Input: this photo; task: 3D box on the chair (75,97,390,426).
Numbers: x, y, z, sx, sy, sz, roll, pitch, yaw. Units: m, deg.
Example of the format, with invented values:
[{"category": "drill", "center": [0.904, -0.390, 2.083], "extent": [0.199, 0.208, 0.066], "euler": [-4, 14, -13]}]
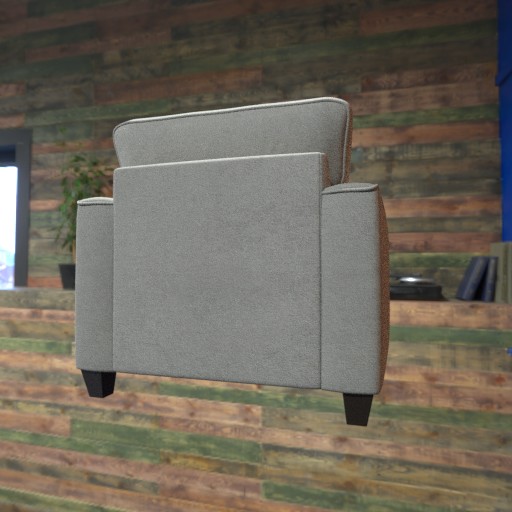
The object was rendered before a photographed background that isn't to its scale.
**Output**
[{"category": "chair", "center": [0.000, 0.000, 1.771], "extent": [1.015, 0.965, 0.939], "euler": [0, -1, 18]}]
